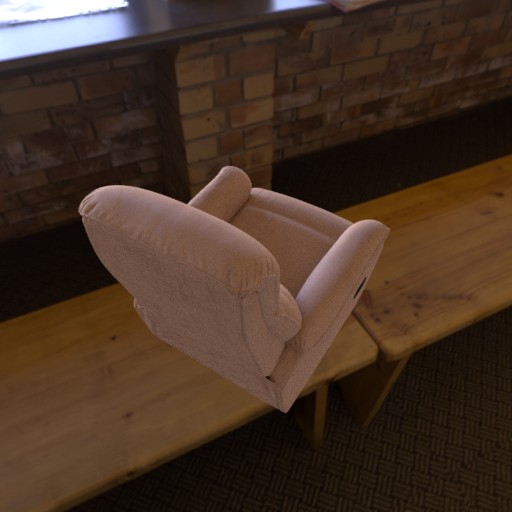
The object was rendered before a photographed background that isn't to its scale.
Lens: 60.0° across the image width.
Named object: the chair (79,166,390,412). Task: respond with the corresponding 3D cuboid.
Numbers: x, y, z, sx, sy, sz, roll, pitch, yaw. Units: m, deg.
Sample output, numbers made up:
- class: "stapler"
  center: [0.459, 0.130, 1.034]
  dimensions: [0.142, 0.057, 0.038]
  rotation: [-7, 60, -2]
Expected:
- class: "chair"
  center: [0.000, 0.000, 1.767]
  dimensions: [0.820, 1.037, 1.004]
  rotation: [25, 51, 22]
